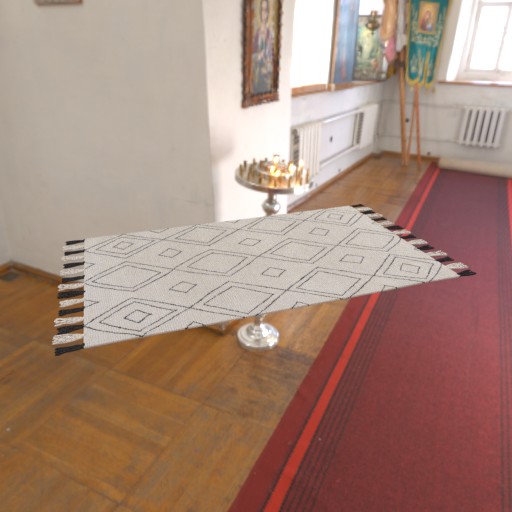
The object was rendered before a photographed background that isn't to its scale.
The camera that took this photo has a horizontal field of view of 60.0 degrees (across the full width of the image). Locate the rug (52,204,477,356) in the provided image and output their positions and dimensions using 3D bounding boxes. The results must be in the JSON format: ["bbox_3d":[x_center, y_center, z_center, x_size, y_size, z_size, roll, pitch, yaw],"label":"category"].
[{"bbox_3d":[0.000,0.000,3.316,2.755,0.021,1.524,-9,27,-17],"label":"rug"}]
